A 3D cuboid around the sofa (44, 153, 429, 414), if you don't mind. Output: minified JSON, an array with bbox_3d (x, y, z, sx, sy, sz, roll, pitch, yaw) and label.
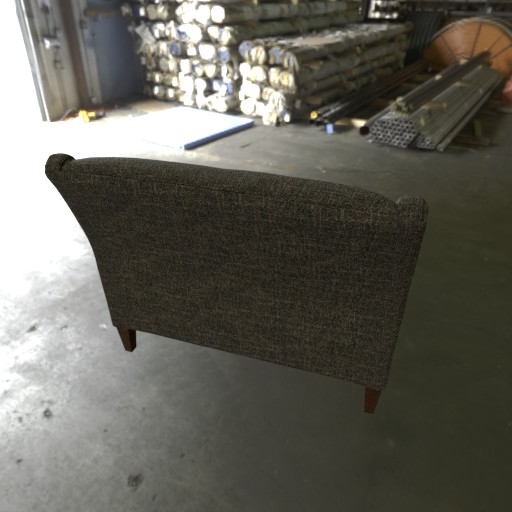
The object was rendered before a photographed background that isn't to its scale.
[{"bbox_3d":[0.000,0.000,1.899,1.242,1.021,0.870,10,33,16],"label":"sofa"}]
